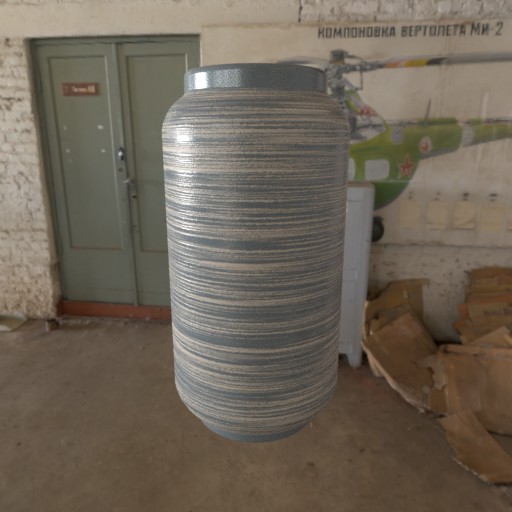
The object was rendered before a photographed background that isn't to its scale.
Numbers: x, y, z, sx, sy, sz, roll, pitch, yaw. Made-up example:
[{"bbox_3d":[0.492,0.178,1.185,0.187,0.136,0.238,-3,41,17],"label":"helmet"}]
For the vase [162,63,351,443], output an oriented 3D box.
[{"bbox_3d":[0.000,0.000,0.299,0.116,0.230,0.116,0,15,0],"label":"vase"}]
